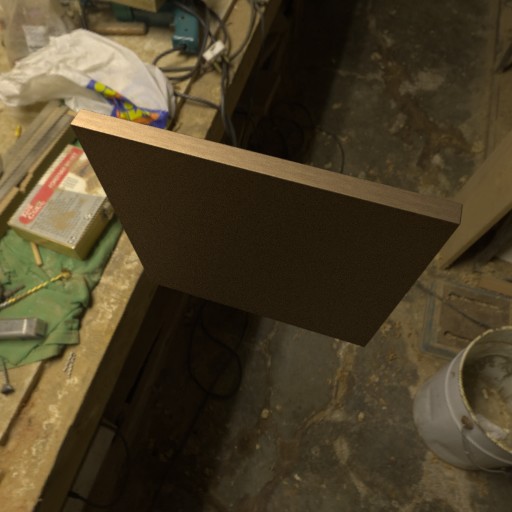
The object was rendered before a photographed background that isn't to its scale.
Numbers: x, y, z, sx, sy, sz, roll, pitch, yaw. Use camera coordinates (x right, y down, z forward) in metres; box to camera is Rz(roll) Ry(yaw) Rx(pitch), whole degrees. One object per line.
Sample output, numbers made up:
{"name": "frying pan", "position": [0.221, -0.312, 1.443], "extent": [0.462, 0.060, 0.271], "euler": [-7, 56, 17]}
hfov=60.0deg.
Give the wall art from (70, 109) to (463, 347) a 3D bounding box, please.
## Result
{"name": "wall art", "position": [0.000, 0.000, 0.775], "extent": [0.503, 0.506, 0.030], "euler": [16, 64, 8]}
